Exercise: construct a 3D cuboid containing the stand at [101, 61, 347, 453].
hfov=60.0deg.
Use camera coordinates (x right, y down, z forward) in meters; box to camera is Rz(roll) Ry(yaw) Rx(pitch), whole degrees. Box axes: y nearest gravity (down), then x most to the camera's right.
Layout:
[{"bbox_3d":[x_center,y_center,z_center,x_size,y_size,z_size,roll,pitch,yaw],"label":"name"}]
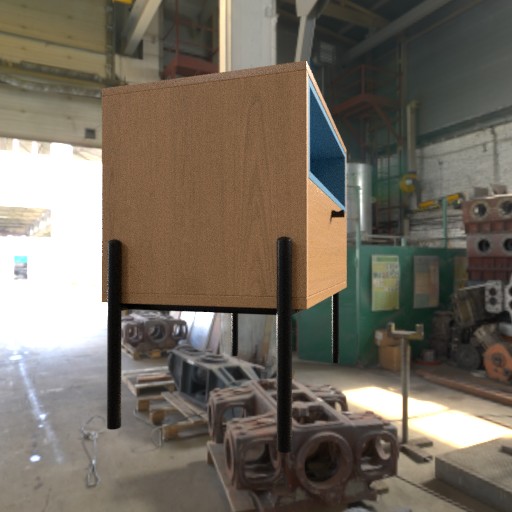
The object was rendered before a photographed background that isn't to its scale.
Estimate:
[{"bbox_3d":[0.000,0.000,1.014,0.400,0.600,0.630,0,-1,17],"label":"stand"}]
